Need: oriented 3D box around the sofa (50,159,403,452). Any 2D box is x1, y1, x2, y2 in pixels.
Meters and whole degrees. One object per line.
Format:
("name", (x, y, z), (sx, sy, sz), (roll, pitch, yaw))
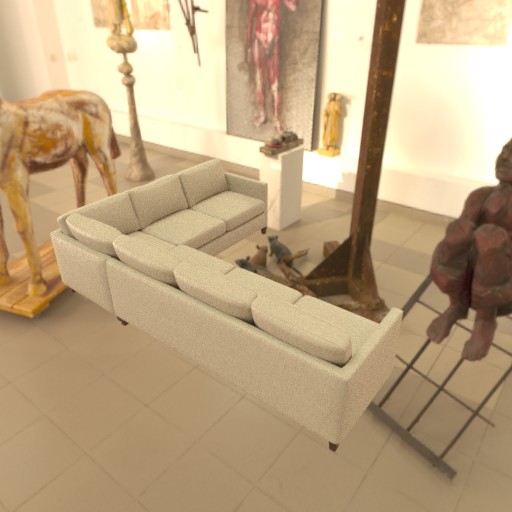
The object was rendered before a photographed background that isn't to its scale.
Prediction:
("sofa", (0.000, 0.000, 4.507), (3.333, 0.934, 2.522), (21, 36, 32))
